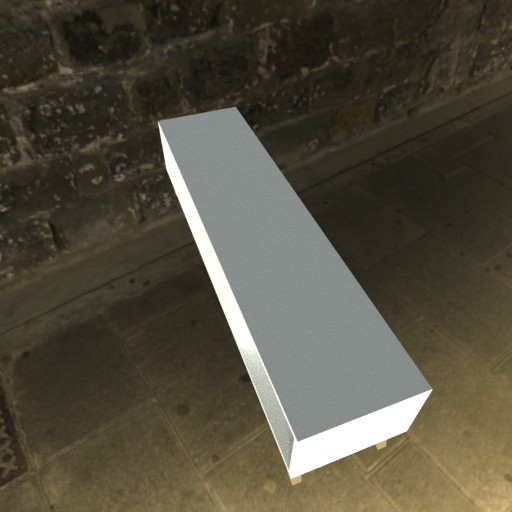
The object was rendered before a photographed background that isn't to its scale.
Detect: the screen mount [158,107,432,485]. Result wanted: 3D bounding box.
[{"bbox_3d":[0.000,0.000,1.832,0.399,0.432,1.644,-15,48,-14],"label":"screen mount"}]
